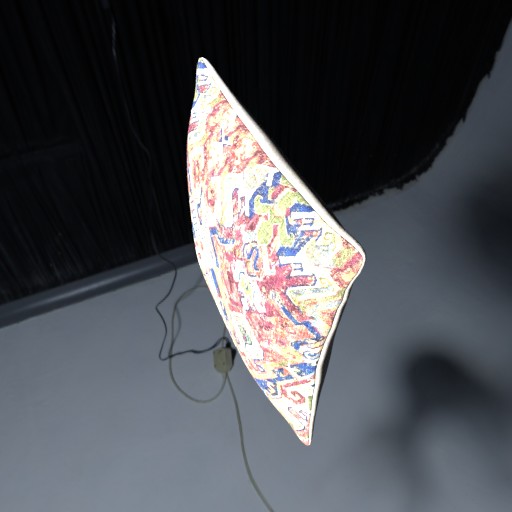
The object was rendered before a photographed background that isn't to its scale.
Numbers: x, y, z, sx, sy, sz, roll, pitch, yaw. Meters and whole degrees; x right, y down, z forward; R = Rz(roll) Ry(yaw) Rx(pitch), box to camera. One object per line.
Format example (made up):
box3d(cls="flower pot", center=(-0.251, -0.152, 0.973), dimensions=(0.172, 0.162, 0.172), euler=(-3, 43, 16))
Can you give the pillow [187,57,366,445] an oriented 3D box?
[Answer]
box3d(cls="pillow", center=(0.000, 0.000, 0.786), dimensions=(0.166, 0.506, 0.523), euler=(-17, 49, -16))
